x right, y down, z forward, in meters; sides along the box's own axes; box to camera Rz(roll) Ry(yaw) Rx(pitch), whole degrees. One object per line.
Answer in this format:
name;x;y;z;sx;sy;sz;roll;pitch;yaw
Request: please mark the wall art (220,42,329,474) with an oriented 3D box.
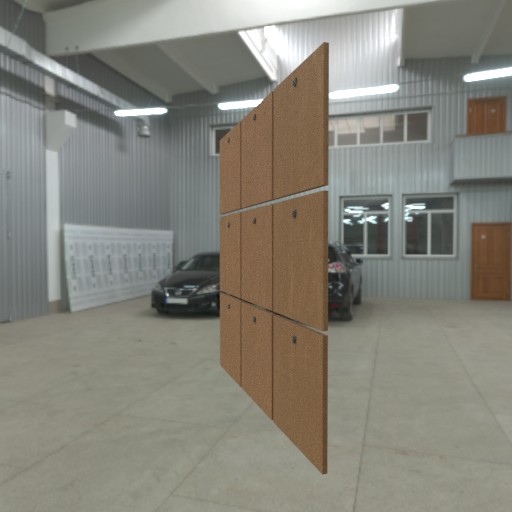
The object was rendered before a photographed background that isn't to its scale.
wall art;0.000;0.000;1.369;0.018;0.913;0.915;0;1;-18
